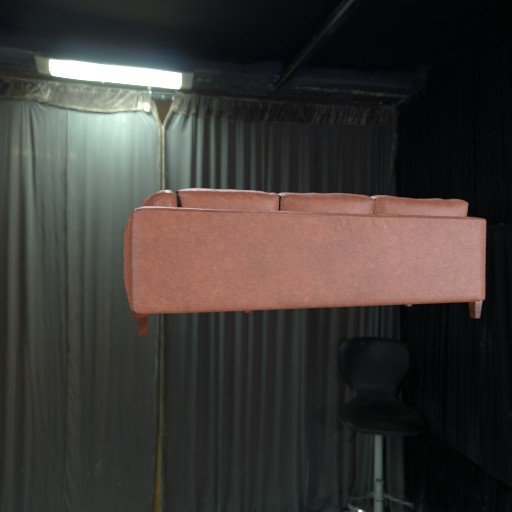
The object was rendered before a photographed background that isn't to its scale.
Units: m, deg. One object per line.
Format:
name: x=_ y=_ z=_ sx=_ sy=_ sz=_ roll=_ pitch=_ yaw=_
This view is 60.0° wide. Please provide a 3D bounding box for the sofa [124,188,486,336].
sofa: x=0.000 y=0.000 z=4.554 sx=2.593 sy=0.923 sz=3.460 roll=0 pitch=0 yaw=-17
